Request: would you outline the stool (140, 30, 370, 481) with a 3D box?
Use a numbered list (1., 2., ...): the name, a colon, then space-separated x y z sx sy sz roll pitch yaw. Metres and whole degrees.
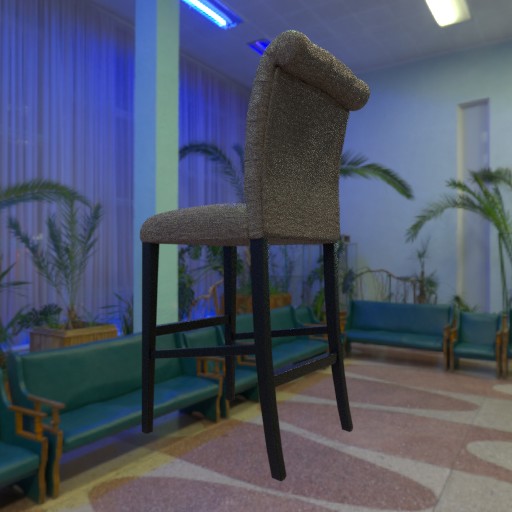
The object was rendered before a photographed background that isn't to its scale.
1. stool: 0.000 0.000 1.416 0.613 1.131 0.452 0 -1 37
